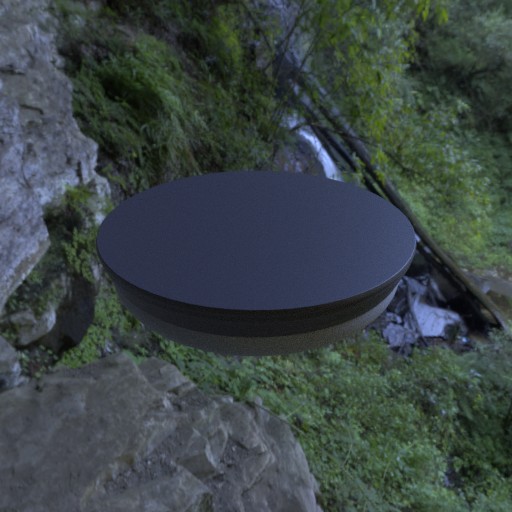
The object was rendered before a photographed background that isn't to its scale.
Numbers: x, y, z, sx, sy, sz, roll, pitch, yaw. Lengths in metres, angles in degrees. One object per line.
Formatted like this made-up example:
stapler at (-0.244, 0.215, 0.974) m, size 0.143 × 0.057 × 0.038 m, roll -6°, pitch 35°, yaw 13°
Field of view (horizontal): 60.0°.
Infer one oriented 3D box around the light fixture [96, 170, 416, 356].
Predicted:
light fixture at (0.000, 0.000, 0.556) m, size 0.368 × 0.100 × 0.368 m, roll 0°, pitch 29°, yaw 0°
